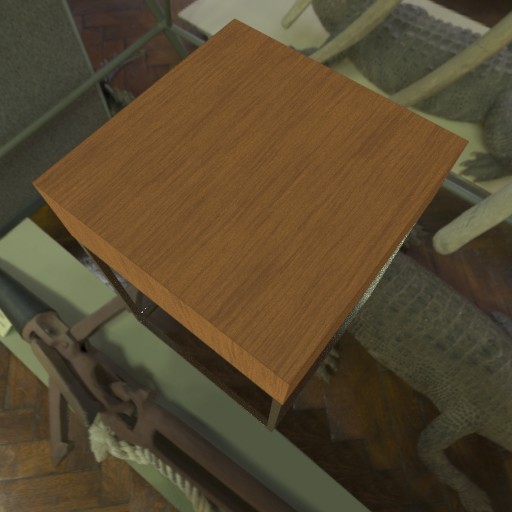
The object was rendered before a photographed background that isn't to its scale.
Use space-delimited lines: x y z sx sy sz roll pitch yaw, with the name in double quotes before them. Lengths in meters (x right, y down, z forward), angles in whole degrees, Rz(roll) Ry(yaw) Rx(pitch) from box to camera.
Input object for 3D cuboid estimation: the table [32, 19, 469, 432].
"table" 0.000 0.000 0.807 0.398 0.540 0.397 35 69 16
